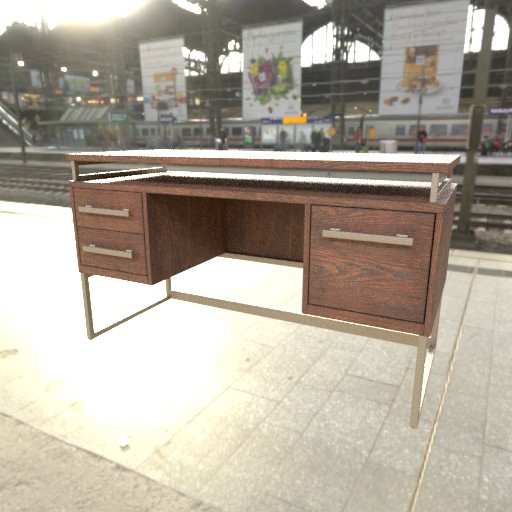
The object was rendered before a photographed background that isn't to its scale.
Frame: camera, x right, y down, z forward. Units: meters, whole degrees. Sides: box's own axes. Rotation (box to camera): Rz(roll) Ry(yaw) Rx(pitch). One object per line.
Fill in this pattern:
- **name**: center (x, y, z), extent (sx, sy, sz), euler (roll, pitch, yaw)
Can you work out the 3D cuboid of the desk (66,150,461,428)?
- **desk**: center (0.000, 0.000, 1.773), extent (1.384, 0.792, 0.610), euler (7, 17, 26)
